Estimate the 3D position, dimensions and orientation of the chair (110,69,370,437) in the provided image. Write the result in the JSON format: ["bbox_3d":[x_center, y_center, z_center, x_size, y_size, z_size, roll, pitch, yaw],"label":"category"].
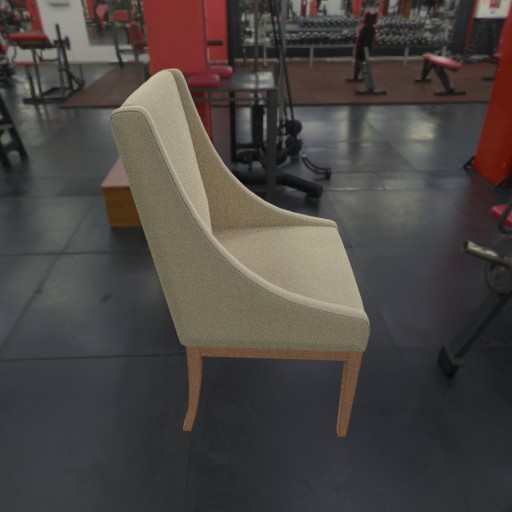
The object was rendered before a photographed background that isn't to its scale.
[{"bbox_3d":[0.000,0.000,1.386,0.611,1.021,0.575,0,31,0],"label":"chair"}]
